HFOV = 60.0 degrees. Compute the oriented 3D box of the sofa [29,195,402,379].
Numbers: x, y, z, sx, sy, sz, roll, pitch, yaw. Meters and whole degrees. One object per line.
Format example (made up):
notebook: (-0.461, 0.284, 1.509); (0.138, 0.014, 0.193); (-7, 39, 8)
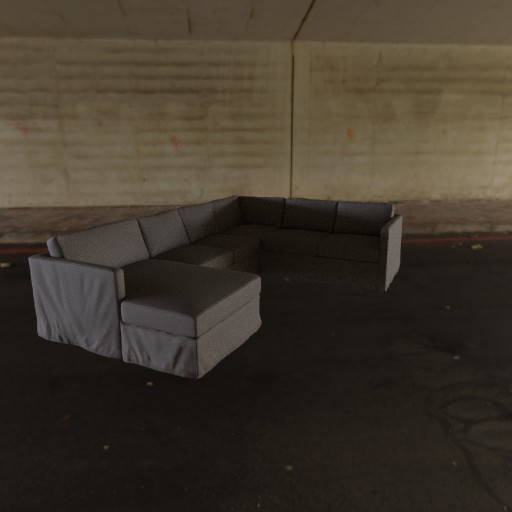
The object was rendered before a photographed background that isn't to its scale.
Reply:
sofa: (0.000, 0.000, 4.638); (2.476, 0.878, 3.528); (7, 16, 25)
